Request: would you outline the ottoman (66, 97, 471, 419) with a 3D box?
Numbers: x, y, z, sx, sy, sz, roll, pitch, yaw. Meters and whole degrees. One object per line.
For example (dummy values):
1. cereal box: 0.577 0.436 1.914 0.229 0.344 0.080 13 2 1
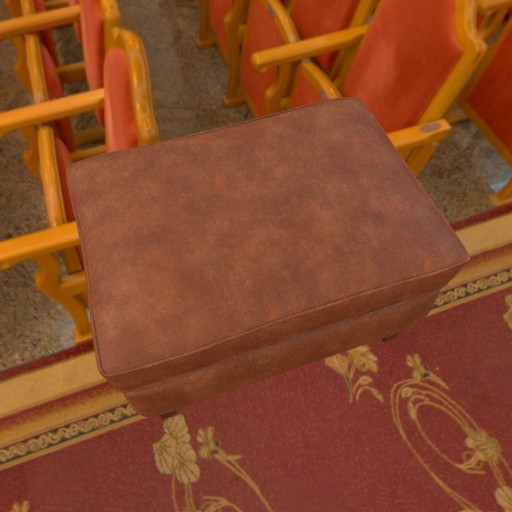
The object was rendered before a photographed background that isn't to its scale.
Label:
1. ottoman: 0.000 0.000 0.975 0.665 0.418 0.501 -16 60 -10
